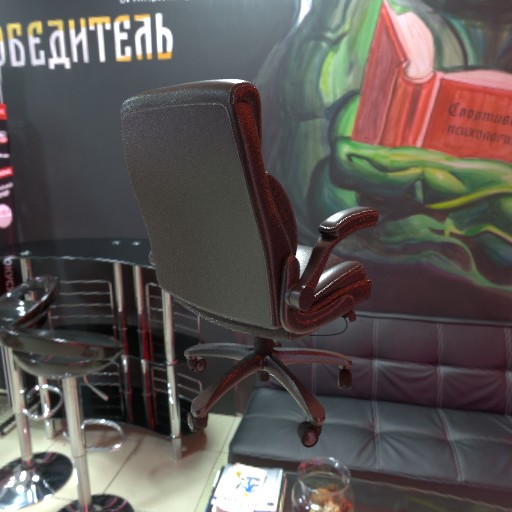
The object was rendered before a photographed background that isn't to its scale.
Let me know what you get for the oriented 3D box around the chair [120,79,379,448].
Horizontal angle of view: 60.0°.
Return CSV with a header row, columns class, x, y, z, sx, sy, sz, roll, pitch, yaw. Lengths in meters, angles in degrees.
class,x,y,z,sx,sy,sz,roll,pitch,yaw
chair,0.000,0.000,1.600,0.782,1.110,0.724,12,18,43
